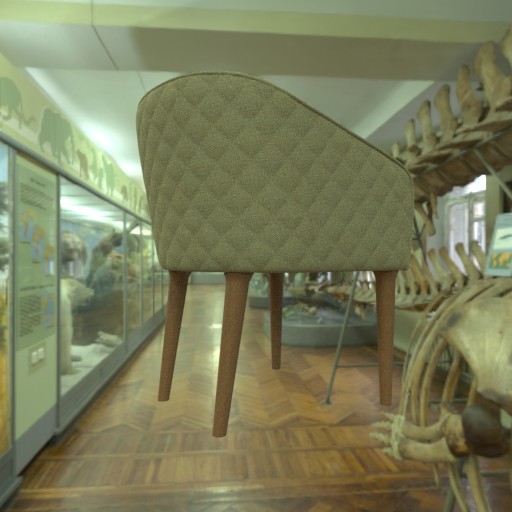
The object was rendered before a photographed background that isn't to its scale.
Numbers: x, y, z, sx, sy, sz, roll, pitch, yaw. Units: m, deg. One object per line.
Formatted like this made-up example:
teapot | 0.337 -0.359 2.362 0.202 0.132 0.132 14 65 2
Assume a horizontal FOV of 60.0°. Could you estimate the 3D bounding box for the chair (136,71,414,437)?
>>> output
chair | 0.000 0.000 1.196 0.616 0.775 0.584 0 0 -36
